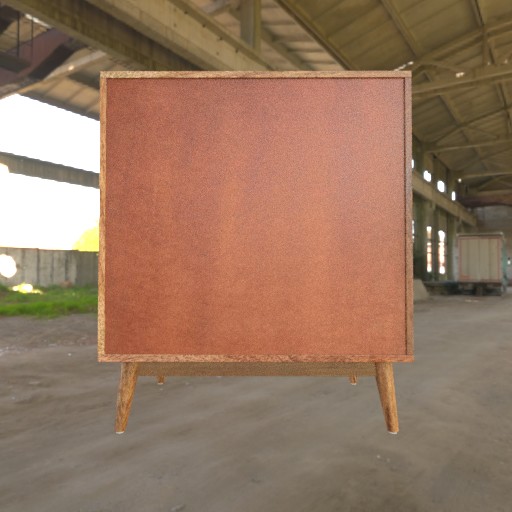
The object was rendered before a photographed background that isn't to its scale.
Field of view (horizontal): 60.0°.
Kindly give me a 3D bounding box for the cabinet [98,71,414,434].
[{"bbox_3d":[0.000,0.000,1.148,0.647,0.758,0.473,0,-1,0],"label":"cabinet"}]
